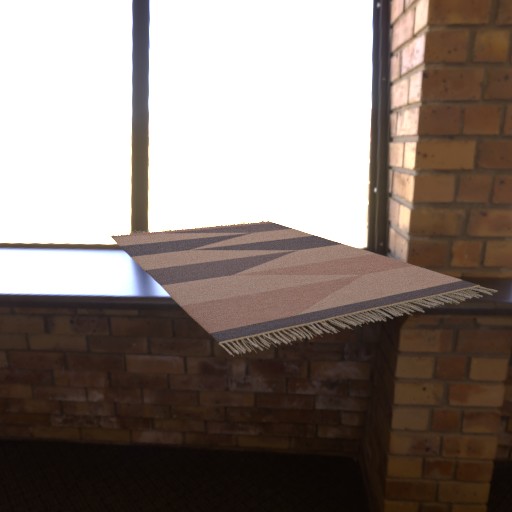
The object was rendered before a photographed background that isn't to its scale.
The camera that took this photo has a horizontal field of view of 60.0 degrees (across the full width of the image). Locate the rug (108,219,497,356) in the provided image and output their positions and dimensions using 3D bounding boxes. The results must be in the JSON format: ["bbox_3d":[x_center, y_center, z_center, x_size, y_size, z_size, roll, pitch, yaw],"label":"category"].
[{"bbox_3d":[0.000,0.000,2.420,1.224,0.027,2.021,-7,16,-27],"label":"rug"}]
